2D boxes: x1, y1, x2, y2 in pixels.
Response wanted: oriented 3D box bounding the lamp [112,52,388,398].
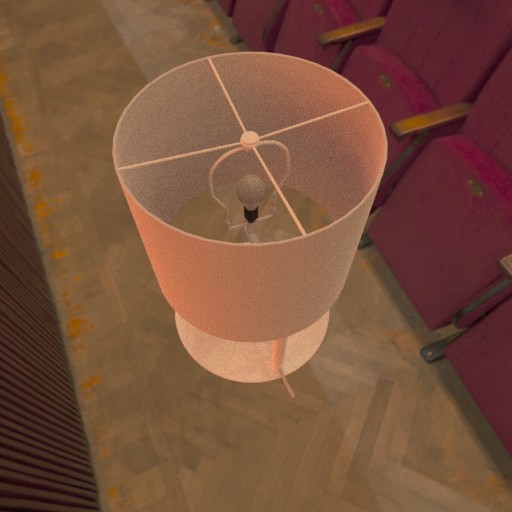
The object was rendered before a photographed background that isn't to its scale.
[{"bbox_3d":[0.000,0.000,0.670,0.299,0.454,0.341,-18,59,-11],"label":"lamp"}]
